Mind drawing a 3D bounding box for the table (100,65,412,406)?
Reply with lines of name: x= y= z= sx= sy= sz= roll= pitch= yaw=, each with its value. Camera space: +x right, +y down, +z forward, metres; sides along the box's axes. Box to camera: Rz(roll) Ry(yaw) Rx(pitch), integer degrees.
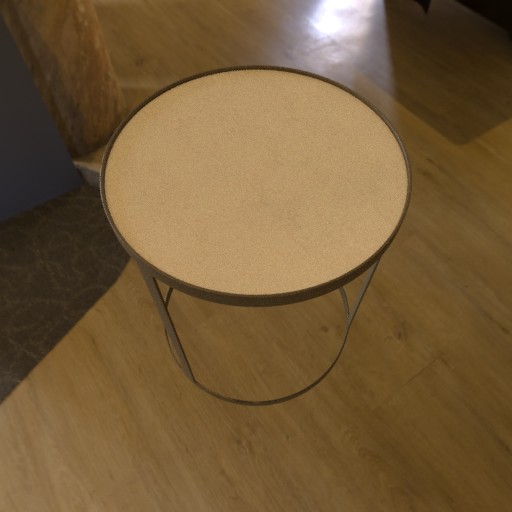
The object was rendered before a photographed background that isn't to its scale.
table: x=0.000 y=0.000 z=0.931 sx=0.480 sy=0.565 sz=0.480 roll=0 pitch=58 yaw=0
